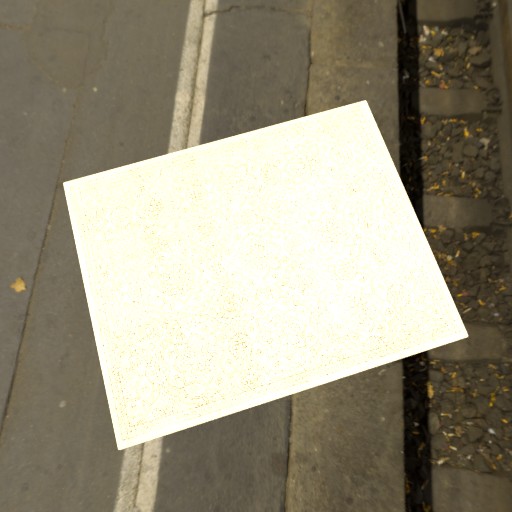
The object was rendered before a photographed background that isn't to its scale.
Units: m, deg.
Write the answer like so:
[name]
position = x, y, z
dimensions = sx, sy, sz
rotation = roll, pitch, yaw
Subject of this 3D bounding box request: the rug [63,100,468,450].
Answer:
[rug]
position = 0.000, 0.000, 3.983
dimensions = 3.050, 0.015, 2.441
rotation = -17, 75, -5
